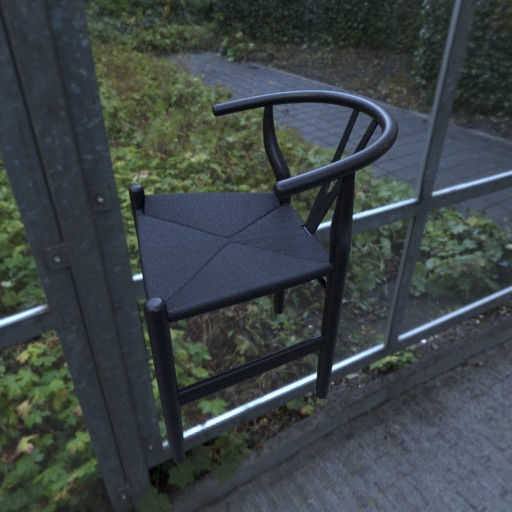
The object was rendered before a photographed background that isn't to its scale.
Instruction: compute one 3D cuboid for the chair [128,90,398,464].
[{"bbox_3d":[0.000,0.000,1.137,0.579,0.730,0.569,-9,34,-14],"label":"chair"}]
